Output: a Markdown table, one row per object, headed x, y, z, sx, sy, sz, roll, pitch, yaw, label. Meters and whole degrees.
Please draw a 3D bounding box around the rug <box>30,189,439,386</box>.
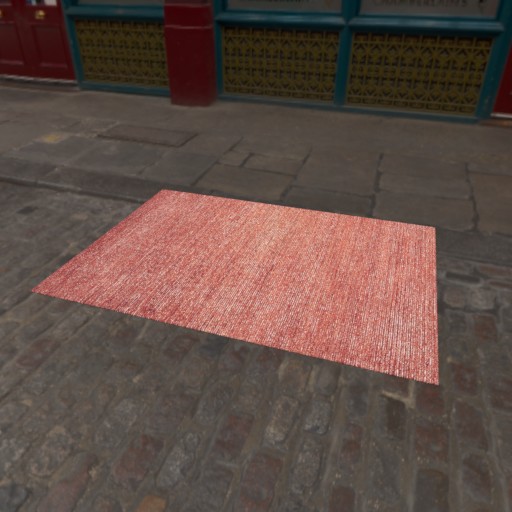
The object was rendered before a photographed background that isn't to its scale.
| x | y | z | sx | sy | sz | roll | pitch | yaw | label |
| --- | --- | --- | --- | --- | --- | --- | --- | --- | --- |
| 0.000 | 0.000 | 5.148 | 3.965 | 0.025 | 2.803 | 10 | 33 | 16 | rug |
